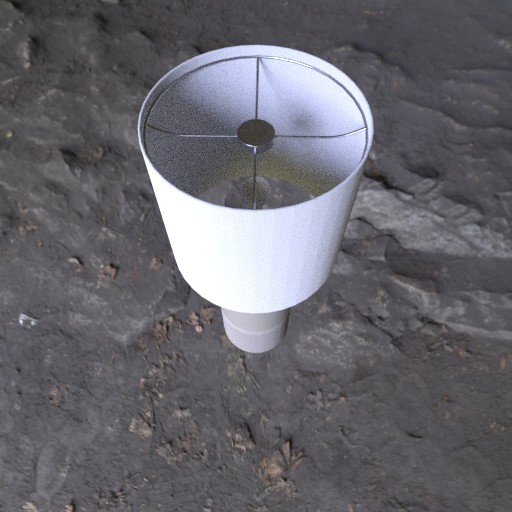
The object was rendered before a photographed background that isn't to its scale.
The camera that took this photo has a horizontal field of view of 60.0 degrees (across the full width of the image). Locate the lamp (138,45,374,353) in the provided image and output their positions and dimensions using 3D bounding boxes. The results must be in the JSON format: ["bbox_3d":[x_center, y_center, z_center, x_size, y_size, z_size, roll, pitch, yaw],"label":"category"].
[{"bbox_3d":[0.000,0.000,0.612,0.212,0.493,0.212,1,59,1],"label":"lamp"}]
